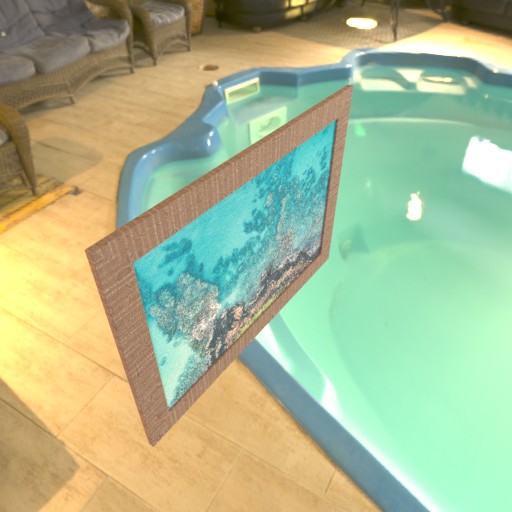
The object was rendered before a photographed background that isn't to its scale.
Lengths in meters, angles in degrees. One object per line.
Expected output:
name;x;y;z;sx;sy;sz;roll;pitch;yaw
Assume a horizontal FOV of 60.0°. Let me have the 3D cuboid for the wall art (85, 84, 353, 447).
wall art;0.000;0.000;1.394;0.020;0.761;1.056;26;47;27
